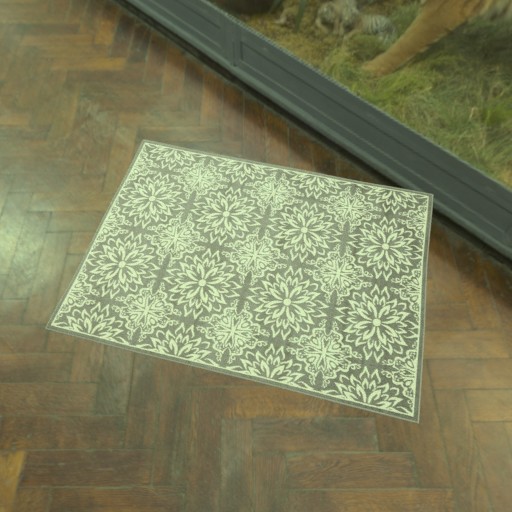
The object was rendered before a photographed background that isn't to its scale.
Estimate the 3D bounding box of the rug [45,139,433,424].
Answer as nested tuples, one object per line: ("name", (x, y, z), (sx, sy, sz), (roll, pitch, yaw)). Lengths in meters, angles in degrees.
("rug", (0.000, 0.000, 2.915), (2.213, 0.014, 1.608), (12, 60, 7))
